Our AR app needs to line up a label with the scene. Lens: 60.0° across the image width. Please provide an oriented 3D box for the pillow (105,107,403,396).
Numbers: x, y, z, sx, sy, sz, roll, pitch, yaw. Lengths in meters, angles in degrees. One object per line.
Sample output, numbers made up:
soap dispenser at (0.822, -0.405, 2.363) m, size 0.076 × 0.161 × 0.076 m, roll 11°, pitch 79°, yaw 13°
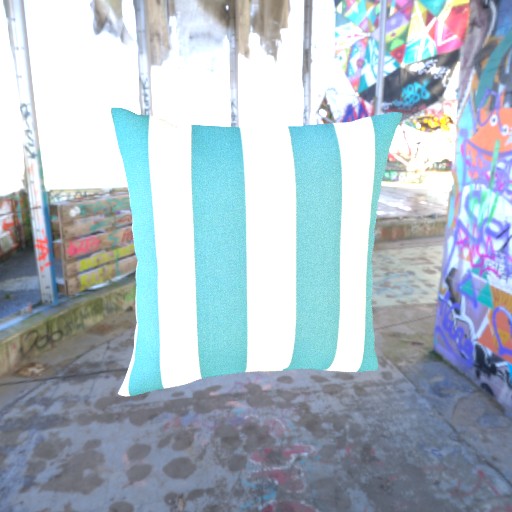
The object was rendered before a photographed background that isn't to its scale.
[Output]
pillow at (0.000, 0.000, 0.834) m, size 0.536 × 0.526 × 0.189 m, roll -2°, pitch 14°, yaw -10°
